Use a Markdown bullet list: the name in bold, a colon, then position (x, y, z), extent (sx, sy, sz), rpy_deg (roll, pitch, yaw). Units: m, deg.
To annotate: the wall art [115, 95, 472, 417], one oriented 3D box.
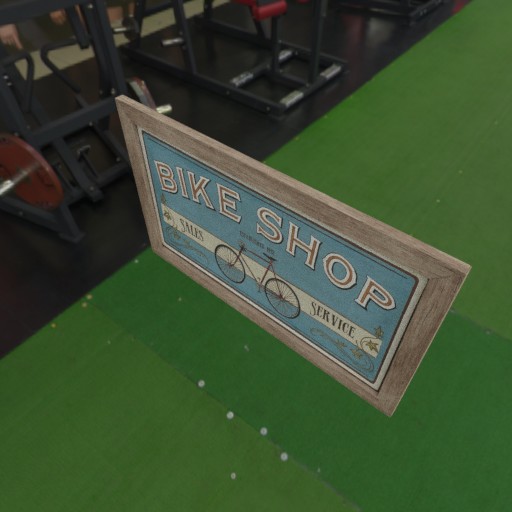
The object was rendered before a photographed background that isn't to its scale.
- **wall art**: position (0.000, 0.000, 0.966), extent (0.780, 0.480, 0.021), rpy_deg (32, 54, 26)
